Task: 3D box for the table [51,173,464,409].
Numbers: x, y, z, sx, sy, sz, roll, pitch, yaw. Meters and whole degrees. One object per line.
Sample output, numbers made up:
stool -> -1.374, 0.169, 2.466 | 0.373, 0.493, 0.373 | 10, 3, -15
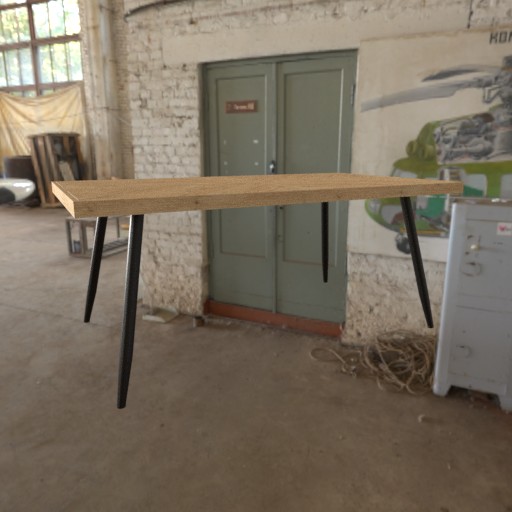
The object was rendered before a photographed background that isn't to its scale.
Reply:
table -> 0.000, 0.000, 2.300 | 1.803, 0.762, 0.991 | -7, 15, -27
